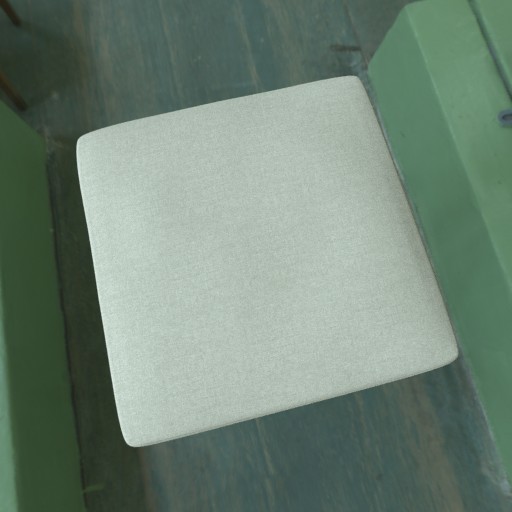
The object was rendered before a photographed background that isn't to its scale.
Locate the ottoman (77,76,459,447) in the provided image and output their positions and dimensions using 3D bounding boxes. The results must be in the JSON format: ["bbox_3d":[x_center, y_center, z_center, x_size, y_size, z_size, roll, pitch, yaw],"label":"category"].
[{"bbox_3d":[0.000,0.000,1.289,0.840,0.436,0.843,-14,75,-4],"label":"ottoman"}]
